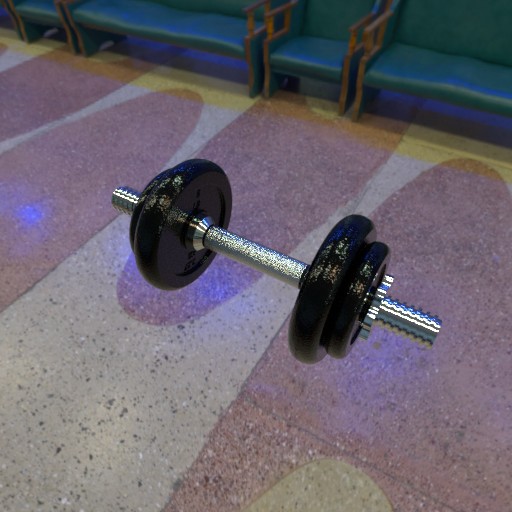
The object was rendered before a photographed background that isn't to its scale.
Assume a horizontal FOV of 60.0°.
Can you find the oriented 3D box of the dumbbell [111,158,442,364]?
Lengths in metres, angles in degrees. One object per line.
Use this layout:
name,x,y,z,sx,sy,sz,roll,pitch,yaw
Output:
dumbbell,0.000,0.000,0.611,0.497,0.202,0.202,23,51,21
